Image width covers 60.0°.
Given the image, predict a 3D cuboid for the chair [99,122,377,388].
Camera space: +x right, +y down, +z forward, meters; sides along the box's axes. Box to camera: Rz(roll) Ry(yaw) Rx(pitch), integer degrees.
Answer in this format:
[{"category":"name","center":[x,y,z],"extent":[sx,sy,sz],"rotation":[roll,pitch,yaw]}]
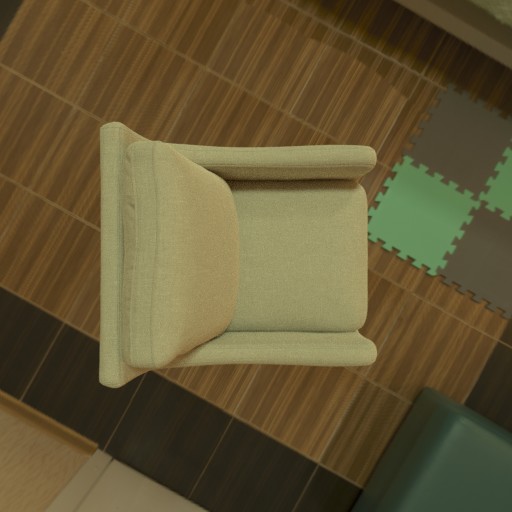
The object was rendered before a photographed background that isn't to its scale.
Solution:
[{"category":"chair","center":[0.000,0.000,1.370],"extent":[0.694,0.914,0.626],"rotation":[0,90,0]}]
